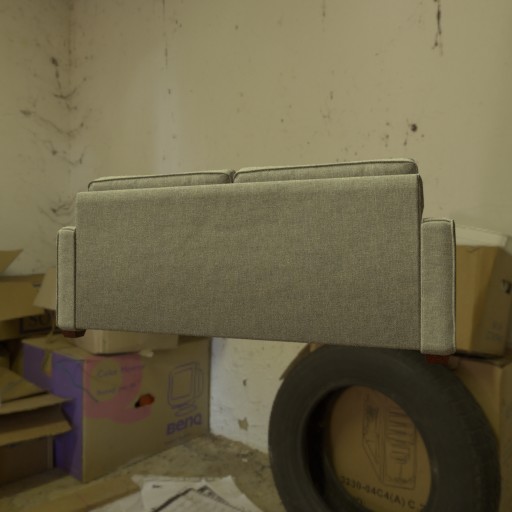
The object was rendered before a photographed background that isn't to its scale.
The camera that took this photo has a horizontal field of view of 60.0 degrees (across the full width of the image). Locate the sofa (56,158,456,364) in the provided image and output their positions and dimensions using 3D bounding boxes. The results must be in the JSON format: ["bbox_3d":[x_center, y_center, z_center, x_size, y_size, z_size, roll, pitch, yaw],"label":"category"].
[{"bbox_3d":[0.000,0.000,2.589,2.078,0.918,0.945,0,0,18],"label":"sofa"}]
